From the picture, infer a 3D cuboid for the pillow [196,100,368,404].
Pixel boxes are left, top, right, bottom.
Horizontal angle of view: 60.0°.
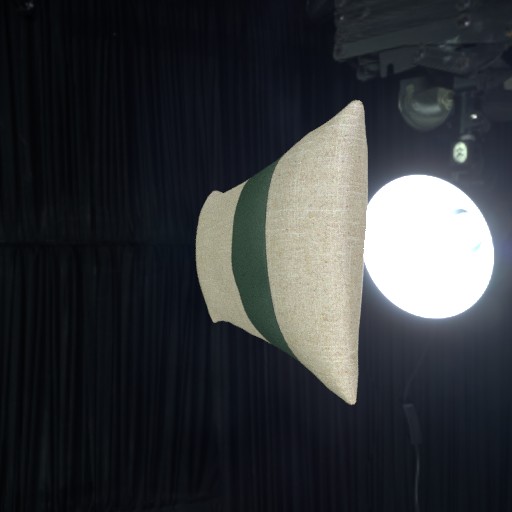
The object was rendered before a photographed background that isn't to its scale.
[{"bbox_3d":[0.000,0.000,1.015,0.197,0.429,0.859,0,-1,-19],"label":"pillow"}]
